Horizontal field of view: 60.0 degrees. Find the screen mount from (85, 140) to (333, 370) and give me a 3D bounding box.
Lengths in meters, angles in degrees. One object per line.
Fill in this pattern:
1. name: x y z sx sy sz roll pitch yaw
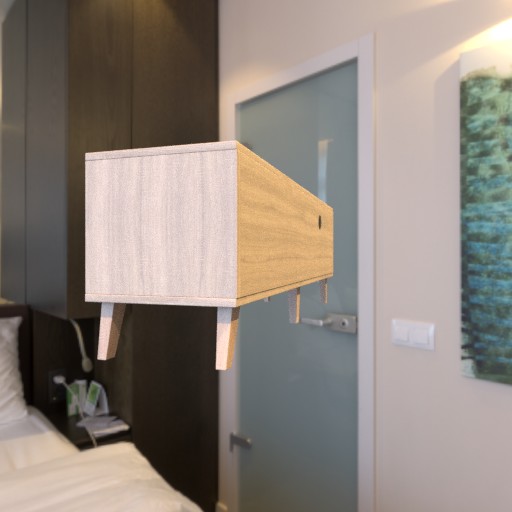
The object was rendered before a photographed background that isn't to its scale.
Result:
1. screen mount: 0.000 0.000 1.742 0.401 0.509 1.500 0 0 18
